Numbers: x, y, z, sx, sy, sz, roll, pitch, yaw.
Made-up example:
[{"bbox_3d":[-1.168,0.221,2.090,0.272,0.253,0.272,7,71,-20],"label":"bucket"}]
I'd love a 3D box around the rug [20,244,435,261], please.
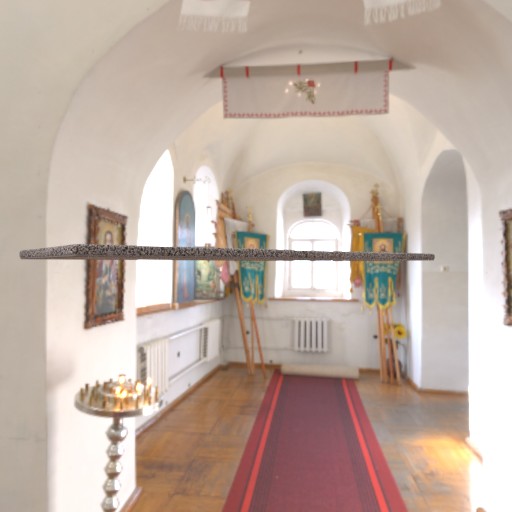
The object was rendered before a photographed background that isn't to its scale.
[{"bbox_3d":[0.000,0.000,1.701,1.524,0.030,0.609,1,-1,-38],"label":"rug"}]
